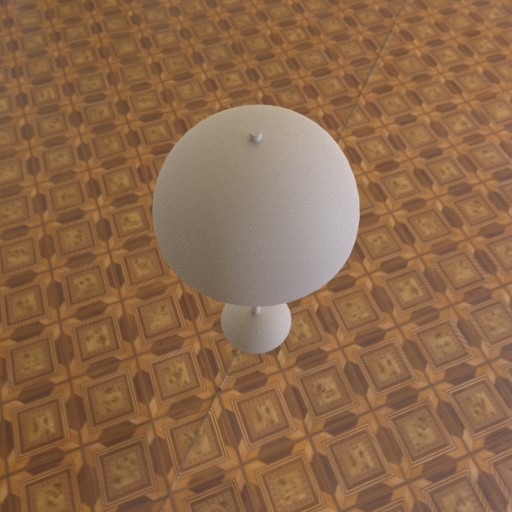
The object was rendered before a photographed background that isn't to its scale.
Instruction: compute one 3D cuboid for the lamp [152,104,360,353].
[{"bbox_3d":[0.000,0.000,0.437,0.171,0.330,0.171,0,60,0],"label":"lamp"}]
